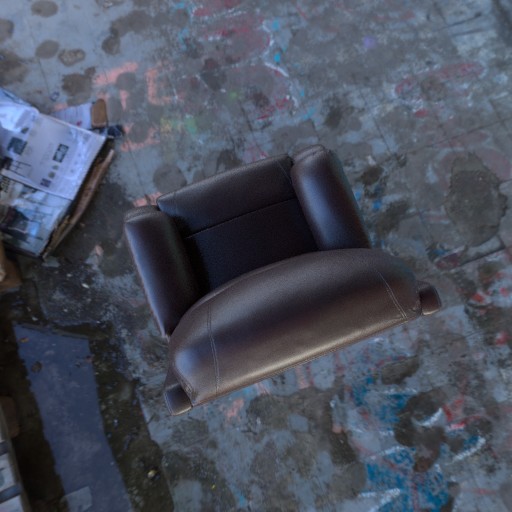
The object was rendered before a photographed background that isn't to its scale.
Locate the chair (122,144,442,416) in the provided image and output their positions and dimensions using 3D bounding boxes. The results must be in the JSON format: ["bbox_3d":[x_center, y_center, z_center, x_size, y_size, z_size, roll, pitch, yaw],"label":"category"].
[{"bbox_3d":[0.000,0.000,1.767,0.930,1.011,0.899,-20,76,-5],"label":"chair"}]
